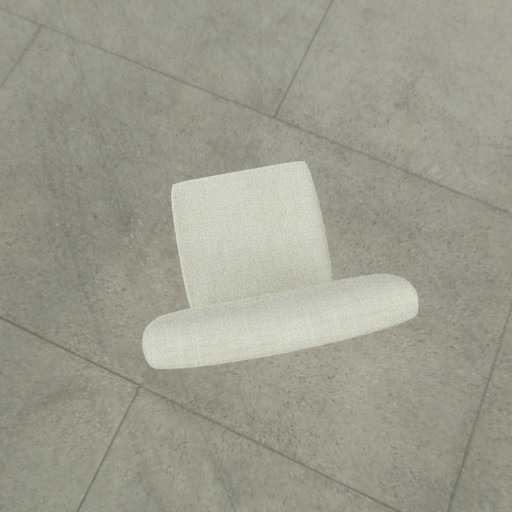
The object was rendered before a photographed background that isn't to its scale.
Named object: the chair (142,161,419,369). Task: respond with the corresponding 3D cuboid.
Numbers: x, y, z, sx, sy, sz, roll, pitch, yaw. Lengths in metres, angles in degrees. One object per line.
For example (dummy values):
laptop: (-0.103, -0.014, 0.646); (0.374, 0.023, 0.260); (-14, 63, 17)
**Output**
chair: (0.000, 0.000, 1.290); (0.509, 0.921, 0.597); (-11, 76, -3)
